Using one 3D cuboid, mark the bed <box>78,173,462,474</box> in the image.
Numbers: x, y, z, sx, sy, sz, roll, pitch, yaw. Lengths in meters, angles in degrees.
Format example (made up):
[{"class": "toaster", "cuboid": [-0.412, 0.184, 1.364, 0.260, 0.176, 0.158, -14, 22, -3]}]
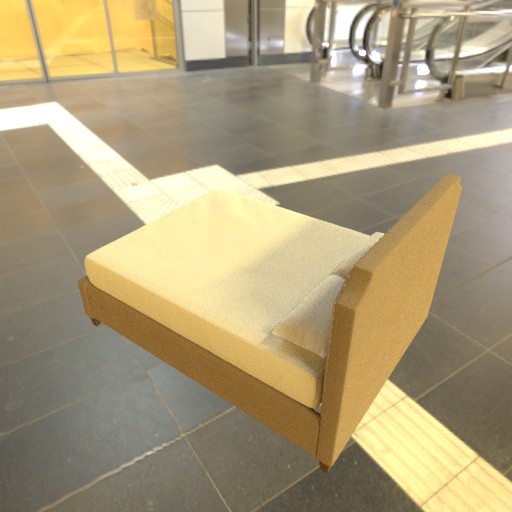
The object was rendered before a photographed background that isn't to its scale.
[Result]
[{"class": "bed", "cuboid": [0.000, 0.000, 3.406, 2.329, 1.415, 1.703, 22, 38, 30]}]
